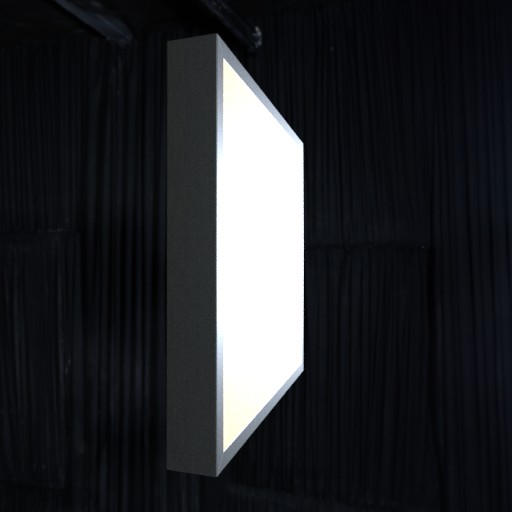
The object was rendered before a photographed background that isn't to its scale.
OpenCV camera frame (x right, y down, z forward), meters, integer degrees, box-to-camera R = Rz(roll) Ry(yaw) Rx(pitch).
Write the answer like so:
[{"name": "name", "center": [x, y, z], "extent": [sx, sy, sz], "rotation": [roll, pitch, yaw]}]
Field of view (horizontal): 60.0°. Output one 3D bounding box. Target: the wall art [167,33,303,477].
[{"name": "wall art", "center": [0.000, 0.000, 0.453], "extent": [0.038, 0.304, 0.304], "rotation": [0, 0, 17]}]
